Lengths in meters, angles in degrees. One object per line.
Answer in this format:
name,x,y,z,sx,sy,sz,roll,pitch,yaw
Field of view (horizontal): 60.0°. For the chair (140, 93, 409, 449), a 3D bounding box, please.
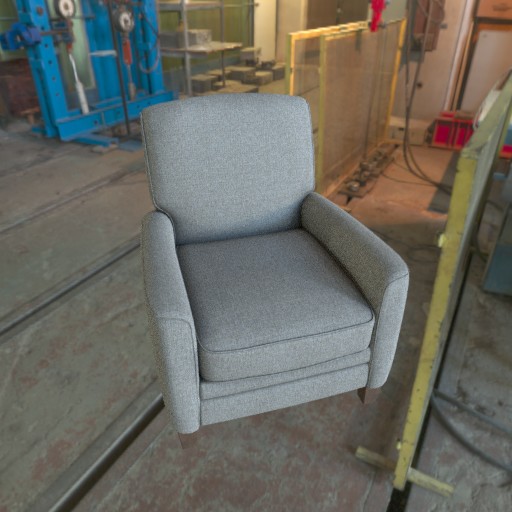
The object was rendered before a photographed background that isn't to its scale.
chair,0.000,0.000,1.664,0.848,1.014,0.864,-9,33,-14
